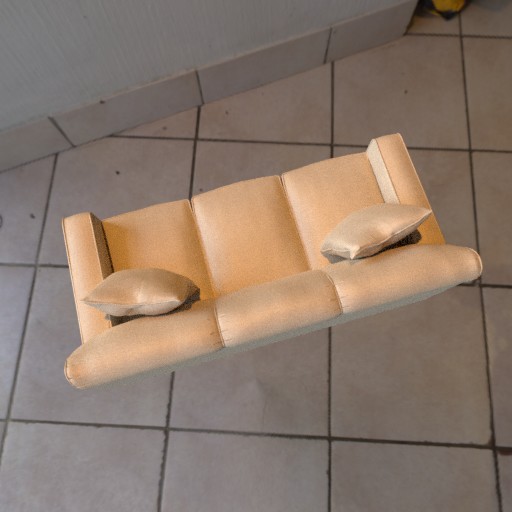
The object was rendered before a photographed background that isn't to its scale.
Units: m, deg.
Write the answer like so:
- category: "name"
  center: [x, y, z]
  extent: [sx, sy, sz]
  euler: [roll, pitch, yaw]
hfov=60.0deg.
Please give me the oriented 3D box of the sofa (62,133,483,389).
- category: "sofa"
  center: [0.000, 0.000, 2.567]
  extent: [2.024, 0.958, 0.997]
  euler: [-15, 75, -4]
